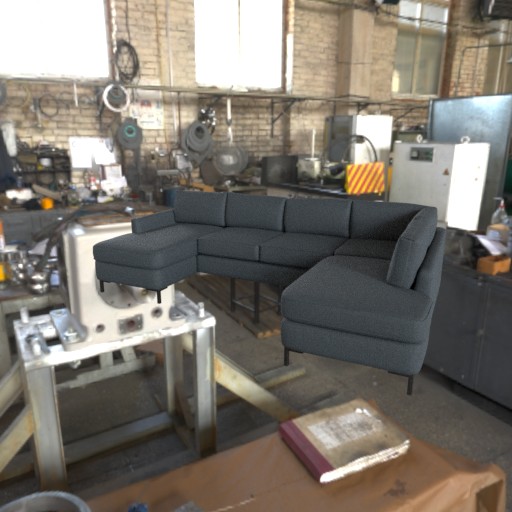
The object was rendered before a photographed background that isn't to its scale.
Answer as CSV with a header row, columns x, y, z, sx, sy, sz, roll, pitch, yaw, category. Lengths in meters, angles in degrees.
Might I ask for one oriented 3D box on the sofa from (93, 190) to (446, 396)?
x,y,z,sx,sy,sz,roll,pitch,yaw,category
0.000,0.000,3.834,2.975,0.858,1.984,7,17,25,sofa
